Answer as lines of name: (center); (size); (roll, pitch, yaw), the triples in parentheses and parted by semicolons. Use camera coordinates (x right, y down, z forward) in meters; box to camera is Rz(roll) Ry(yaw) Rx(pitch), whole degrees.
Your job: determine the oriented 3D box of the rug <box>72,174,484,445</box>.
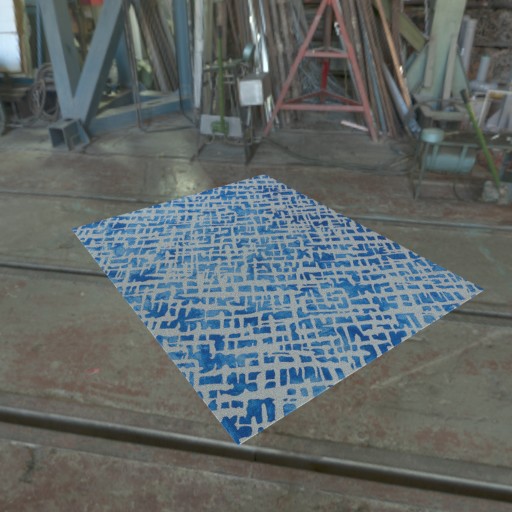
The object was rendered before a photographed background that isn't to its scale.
rug: (0.000, 0.000, 4.049); (2.435, 0.007, 3.007); (-21, 38, -29)
